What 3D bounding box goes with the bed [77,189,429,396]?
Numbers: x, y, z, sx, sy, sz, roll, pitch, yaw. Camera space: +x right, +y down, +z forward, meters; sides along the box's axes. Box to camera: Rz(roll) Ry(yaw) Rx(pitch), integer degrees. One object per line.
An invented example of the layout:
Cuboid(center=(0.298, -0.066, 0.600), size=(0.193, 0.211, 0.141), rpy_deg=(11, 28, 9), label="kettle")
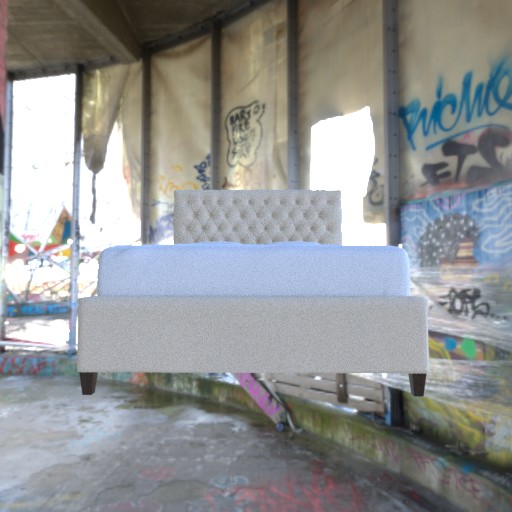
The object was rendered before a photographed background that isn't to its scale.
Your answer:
Cuboid(center=(0.000, 0.000, 3.295), size=(1.698, 1.427, 2.387), rpy_deg=(0, -2, 1), label="bed")
